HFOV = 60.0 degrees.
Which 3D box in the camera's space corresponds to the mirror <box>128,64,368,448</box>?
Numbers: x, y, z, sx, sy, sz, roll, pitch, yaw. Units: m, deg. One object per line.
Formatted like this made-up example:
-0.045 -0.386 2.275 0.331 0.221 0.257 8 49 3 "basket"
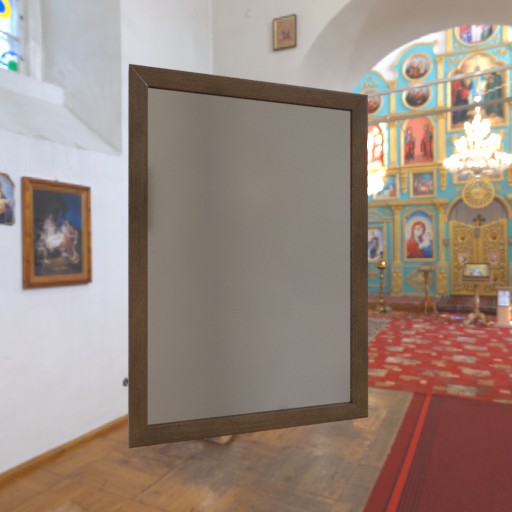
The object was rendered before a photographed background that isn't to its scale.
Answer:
0.000 0.000 0.916 0.507 0.710 0.040 0 0 -18 "mirror"
